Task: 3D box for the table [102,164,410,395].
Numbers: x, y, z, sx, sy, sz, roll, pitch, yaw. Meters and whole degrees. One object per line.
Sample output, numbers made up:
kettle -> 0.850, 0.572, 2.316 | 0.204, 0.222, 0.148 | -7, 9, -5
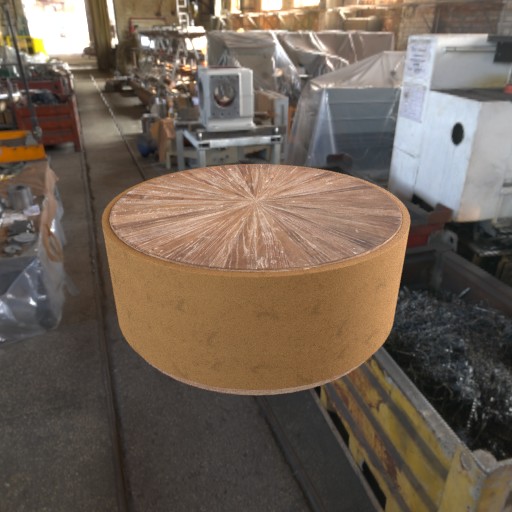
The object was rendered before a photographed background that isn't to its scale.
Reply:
table -> 0.000, 0.000, 1.594 | 1.001, 0.409, 1.001 | 0, 27, 0
